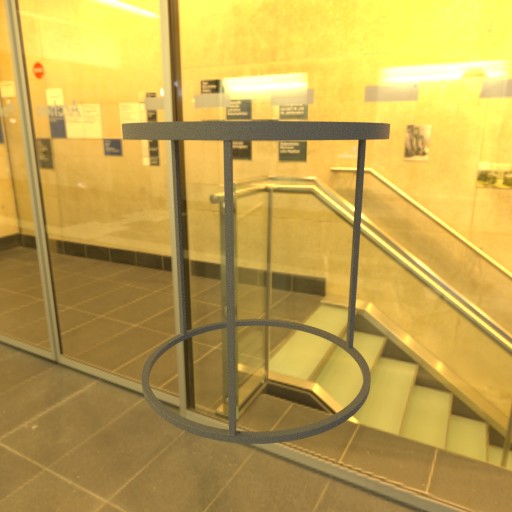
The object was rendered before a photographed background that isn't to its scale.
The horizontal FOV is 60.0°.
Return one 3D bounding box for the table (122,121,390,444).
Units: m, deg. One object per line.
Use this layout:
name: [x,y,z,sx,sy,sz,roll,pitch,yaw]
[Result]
table: [0.000,0.000,0.873,0.470,0.498,0.470,0,15,0]
